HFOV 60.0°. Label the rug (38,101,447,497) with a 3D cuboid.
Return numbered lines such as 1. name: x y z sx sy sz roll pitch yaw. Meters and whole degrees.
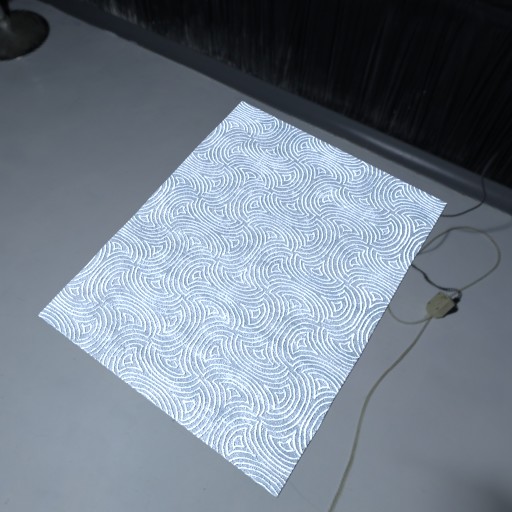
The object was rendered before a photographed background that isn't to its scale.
1. rug: 0.000 0.000 4.053 2.456 0.021 3.042 31 67 15
